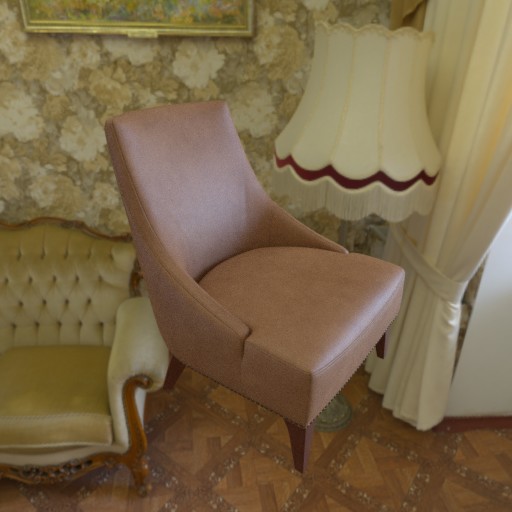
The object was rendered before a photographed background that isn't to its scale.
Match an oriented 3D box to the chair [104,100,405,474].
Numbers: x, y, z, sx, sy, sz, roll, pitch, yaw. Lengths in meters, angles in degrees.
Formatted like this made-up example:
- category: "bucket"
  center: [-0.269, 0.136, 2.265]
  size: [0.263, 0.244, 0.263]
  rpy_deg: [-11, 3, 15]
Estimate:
- category: "chair"
  center: [0.000, 0.000, 1.502]
  size: [0.861, 0.909, 0.701]
  rpy_deg: [18, 31, 32]
